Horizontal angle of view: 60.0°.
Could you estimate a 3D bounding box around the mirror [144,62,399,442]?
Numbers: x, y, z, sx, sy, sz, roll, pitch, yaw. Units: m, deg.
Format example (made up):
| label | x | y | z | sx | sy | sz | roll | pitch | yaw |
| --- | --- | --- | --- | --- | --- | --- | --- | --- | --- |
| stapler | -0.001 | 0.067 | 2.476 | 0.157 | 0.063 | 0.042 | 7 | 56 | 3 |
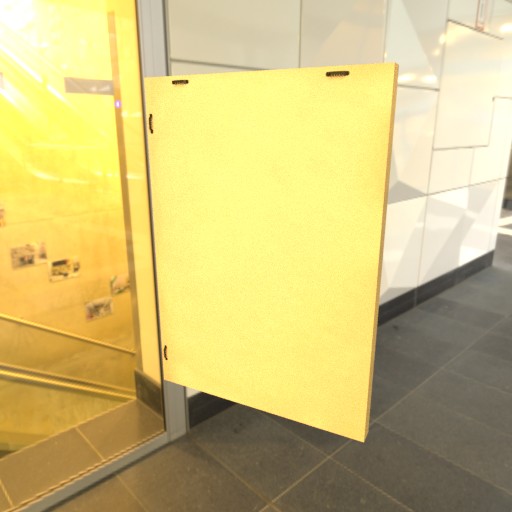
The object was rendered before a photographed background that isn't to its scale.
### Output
| label | x | y | z | sx | sy | sz | roll | pitch | yaw |
| --- | --- | --- | --- | --- | --- | --- | --- | --- | --- |
| mirror | 0.000 | 0.000 | 0.920 | 0.507 | 0.710 | 0.040 | 8 | 18 | 26 |
